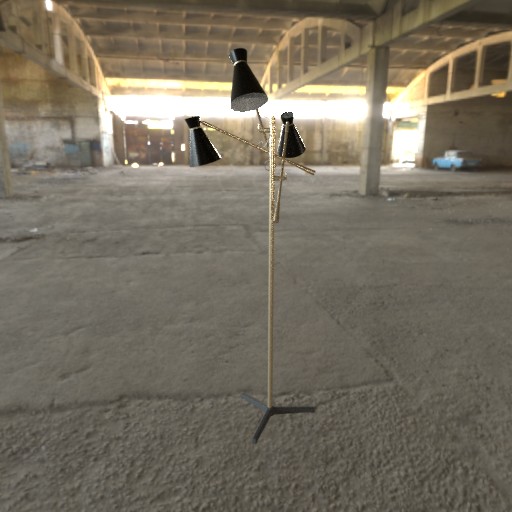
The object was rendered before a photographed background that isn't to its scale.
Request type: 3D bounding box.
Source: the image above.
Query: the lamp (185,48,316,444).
[{"bbox_3d":[0.000,0.000,2.207,0.653,1.804,0.750,-2,14,-9],"label":"lamp"}]
